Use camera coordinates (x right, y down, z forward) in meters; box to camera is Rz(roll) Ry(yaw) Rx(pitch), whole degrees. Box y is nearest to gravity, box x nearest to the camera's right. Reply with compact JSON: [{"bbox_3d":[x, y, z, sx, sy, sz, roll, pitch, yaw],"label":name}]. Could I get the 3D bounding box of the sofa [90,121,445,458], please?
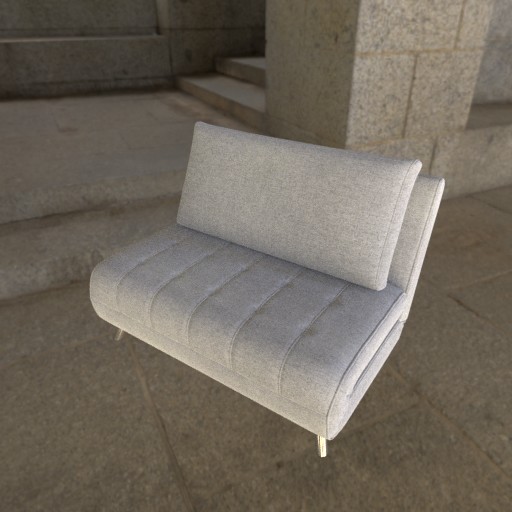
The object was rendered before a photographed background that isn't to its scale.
[{"bbox_3d":[0.000,0.000,1.898,1.220,0.910,0.910,19,35,30],"label":"sofa"}]
